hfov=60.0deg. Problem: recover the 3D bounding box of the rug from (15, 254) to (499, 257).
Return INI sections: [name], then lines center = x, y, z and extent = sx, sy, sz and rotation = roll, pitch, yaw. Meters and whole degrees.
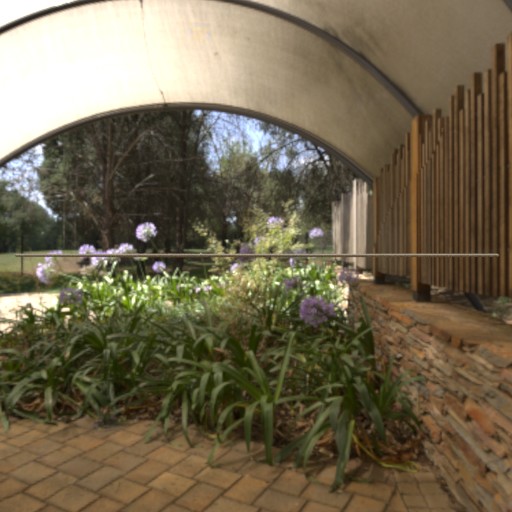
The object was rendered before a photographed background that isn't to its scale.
[rug]
center = 0.000, 0.000, 2.840
extent = 2.294, 0.014, 1.528
rotation = 0, 0, 0
